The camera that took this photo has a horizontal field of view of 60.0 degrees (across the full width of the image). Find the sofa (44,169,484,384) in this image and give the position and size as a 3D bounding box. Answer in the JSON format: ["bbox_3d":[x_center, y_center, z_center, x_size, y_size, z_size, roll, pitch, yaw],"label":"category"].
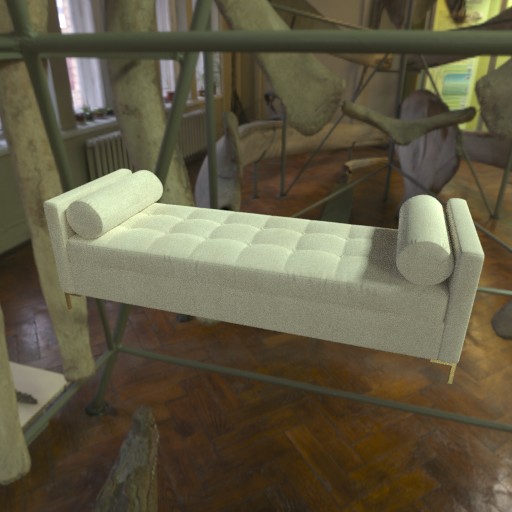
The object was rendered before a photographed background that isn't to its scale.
[{"bbox_3d":[0.000,0.000,2.312,1.981,0.635,0.686,8,27,16],"label":"sofa"}]
